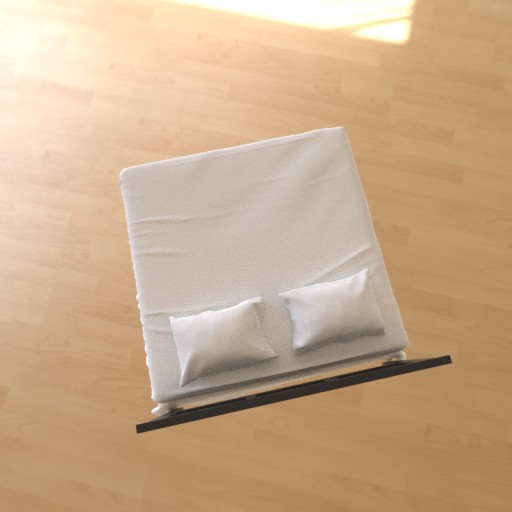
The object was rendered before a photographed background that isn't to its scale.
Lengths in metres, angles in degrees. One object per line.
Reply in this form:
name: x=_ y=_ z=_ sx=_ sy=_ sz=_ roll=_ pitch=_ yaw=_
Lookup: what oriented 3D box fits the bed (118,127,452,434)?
bed: x=0.000 y=0.000 z=3.615 sx=2.315 sy=1.271 sz=2.219 roll=-12 pitch=76 yaw=-3
